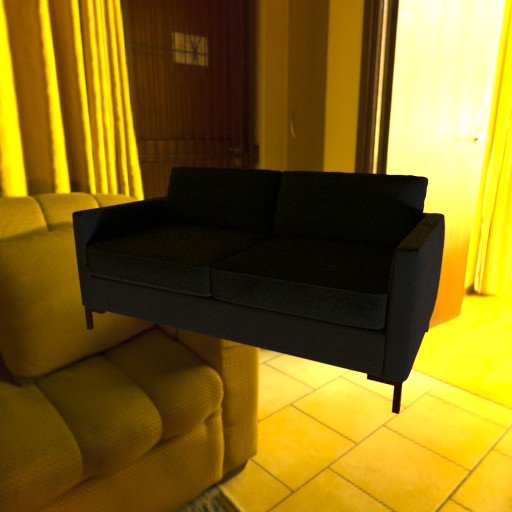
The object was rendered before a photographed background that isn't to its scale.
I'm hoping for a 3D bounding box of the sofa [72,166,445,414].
[{"bbox_3d":[0.000,0.000,2.229,1.676,0.817,0.875,8,17,27],"label":"sofa"}]
